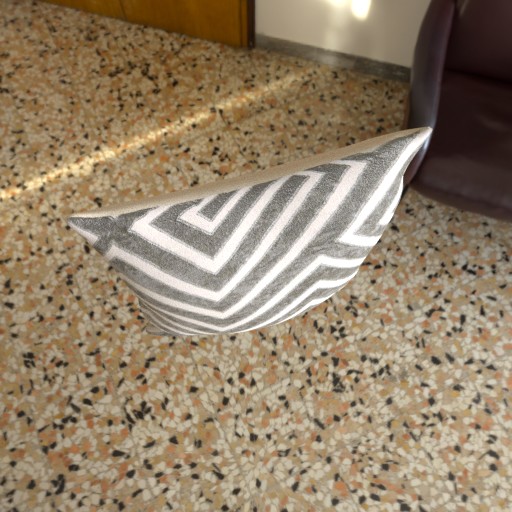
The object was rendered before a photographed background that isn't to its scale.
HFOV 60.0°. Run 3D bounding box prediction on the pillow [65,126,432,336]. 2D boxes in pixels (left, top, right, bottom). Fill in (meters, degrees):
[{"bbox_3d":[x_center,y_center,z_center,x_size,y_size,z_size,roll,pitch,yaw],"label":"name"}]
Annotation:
[{"bbox_3d":[0.000,0.000,0.685,0.440,0.441,0.182,-16,66,-7],"label":"pillow"}]
